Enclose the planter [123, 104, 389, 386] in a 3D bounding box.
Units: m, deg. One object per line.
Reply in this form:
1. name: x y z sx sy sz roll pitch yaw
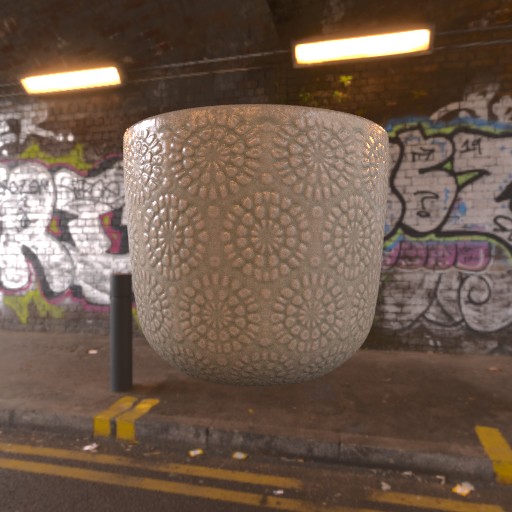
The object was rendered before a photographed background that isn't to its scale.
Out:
1. planter: 0.000 0.000 0.217 0.124 0.109 0.124 0 1 0
